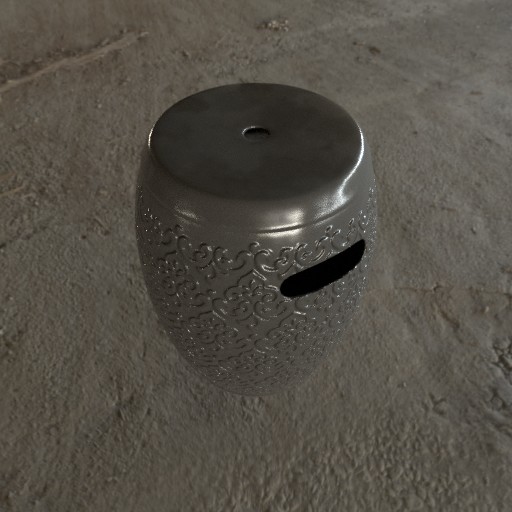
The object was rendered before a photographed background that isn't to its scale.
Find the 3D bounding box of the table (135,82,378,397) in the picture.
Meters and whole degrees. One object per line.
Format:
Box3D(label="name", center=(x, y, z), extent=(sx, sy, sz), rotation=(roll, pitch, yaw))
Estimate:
Box3D(label="table", center=(0.000, 0.000, 0.620), extent=(0.309, 0.397, 0.309), rotation=(0, 48, 0))
